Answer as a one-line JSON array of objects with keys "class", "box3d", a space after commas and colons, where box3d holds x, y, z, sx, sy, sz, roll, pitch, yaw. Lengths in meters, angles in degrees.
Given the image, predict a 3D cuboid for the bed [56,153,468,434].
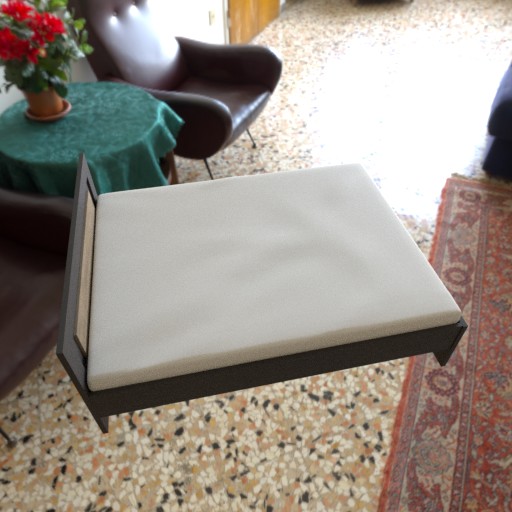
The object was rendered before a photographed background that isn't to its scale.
[{"class": "bed", "box3d": [0.000, 0.000, 2.861, 2.073, 0.823, 1.585, -9, 46, -8]}]
